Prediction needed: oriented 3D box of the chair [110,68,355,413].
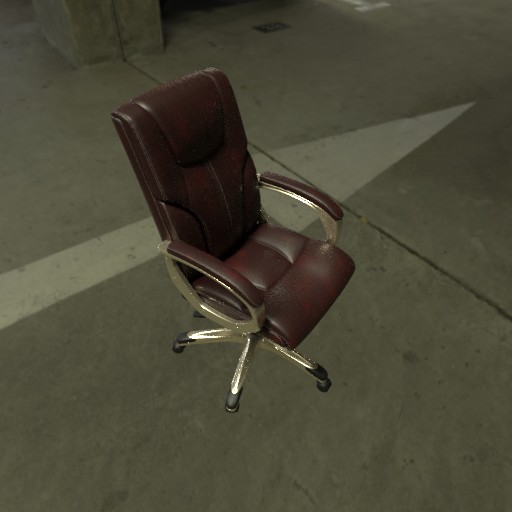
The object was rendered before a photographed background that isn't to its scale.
[{"bbox_3d":[0.000,0.000,1.614,0.739,1.107,0.662,25,48,25],"label":"chair"}]
